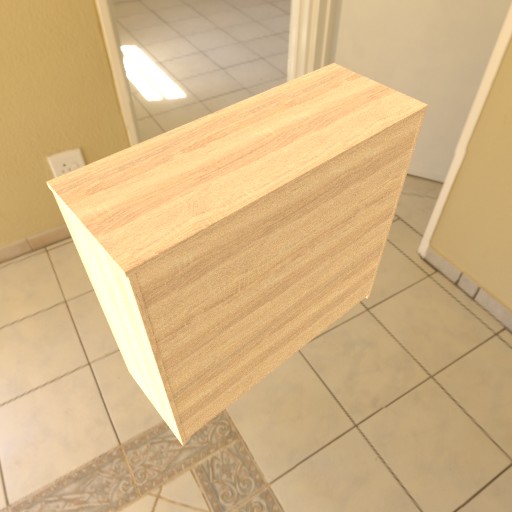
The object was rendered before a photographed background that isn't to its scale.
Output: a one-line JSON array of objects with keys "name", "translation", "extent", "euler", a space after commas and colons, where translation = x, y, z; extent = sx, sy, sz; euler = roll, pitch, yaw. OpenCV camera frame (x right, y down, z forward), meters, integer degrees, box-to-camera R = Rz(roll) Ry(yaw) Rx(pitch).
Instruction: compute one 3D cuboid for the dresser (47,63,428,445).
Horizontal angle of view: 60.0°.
[{"name": "dresser", "translation": [0.000, 0.000, 1.485], "extent": [0.980, 0.900, 0.380], "euler": [-32, 55, -26]}]
